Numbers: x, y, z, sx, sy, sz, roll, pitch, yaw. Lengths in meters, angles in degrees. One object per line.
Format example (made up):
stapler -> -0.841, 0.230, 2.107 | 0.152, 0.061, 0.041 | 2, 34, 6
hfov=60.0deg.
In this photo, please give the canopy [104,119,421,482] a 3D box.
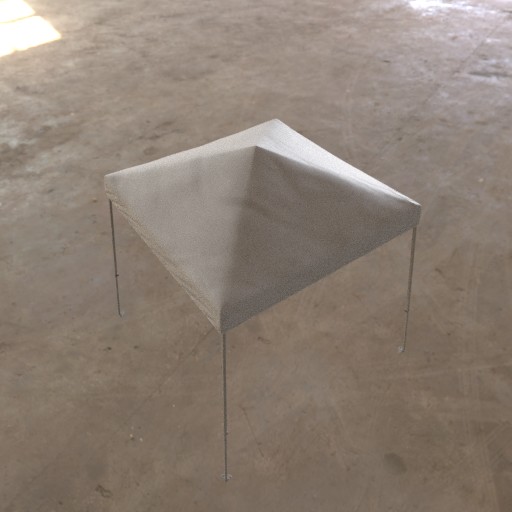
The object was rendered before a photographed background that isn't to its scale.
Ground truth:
canopy -> 0.000, 0.000, 5.174 | 2.848, 2.849, 2.849 | -26, 49, -25
